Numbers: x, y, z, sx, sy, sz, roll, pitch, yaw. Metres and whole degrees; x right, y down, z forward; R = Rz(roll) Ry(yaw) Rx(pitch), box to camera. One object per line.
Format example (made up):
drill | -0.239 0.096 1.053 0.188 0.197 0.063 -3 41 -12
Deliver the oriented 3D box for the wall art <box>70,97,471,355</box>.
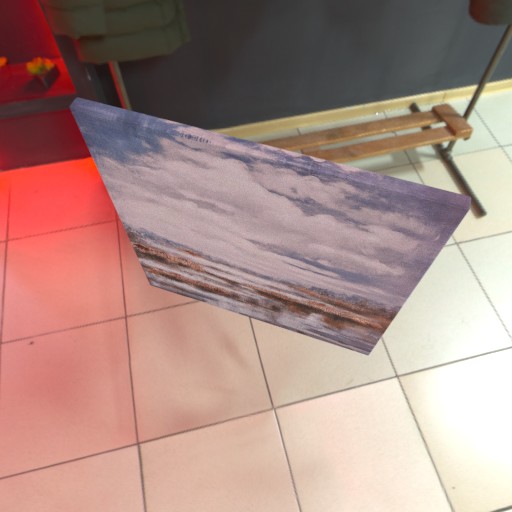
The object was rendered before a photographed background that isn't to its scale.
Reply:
wall art | 0.000 0.000 1.506 1.010 1.020 0.040 17 61 10
